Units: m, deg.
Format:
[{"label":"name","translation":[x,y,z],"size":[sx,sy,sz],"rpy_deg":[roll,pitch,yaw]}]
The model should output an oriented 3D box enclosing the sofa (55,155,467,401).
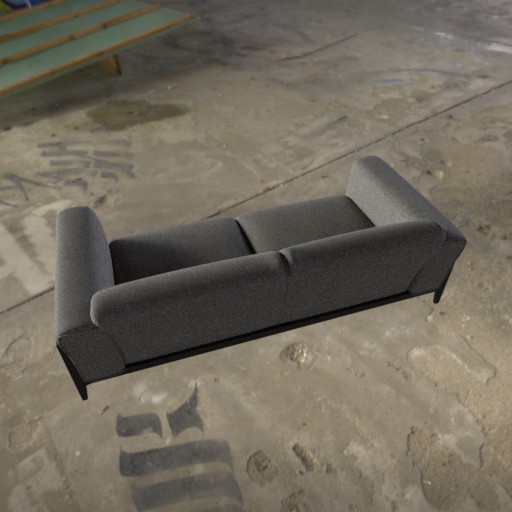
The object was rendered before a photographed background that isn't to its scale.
[{"label":"sofa","translation":[0.000,0.000,2.563],"size":[2.125,0.703,0.985],"rpy_deg":[-12,43,-14]}]
